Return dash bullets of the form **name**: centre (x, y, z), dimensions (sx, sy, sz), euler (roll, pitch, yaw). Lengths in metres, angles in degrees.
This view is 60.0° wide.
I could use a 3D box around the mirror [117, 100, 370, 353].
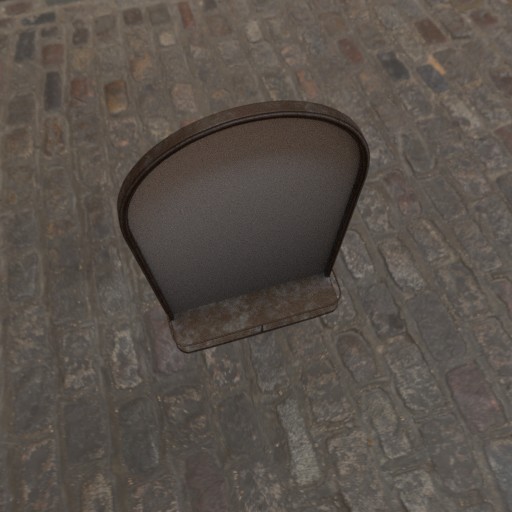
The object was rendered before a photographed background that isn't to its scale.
- **mirror**: centre (0.000, 0.000, 0.990), dimensions (0.510, 0.770, 0.137), euler (-15, 65, -7)
